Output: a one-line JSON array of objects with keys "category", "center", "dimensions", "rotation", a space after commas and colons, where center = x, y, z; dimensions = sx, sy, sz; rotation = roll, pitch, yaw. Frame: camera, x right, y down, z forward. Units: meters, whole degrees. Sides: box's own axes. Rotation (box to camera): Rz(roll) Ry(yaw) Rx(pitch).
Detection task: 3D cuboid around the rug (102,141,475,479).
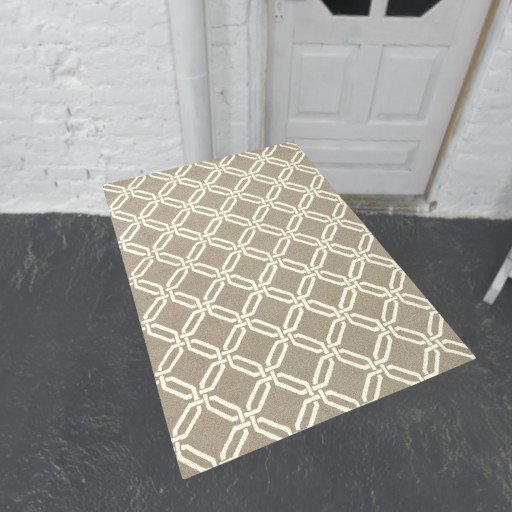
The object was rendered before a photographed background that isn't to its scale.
[{"category": "rug", "center": [0.000, 0.000, 4.330], "dimensions": [2.441, 0.020, 3.419], "rotation": [-17, 49, -15]}]
